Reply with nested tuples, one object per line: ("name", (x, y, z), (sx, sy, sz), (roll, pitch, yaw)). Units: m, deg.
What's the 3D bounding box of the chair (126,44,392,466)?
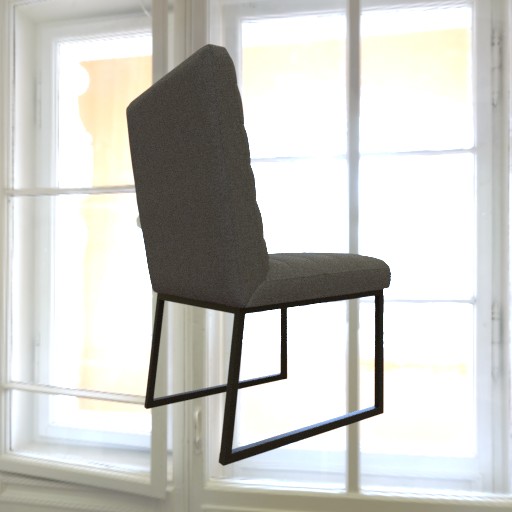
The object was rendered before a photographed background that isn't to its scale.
("chair", (0.000, 0.000, 1.319), (0.634, 0.930, 0.520), (0, 0, -36))
